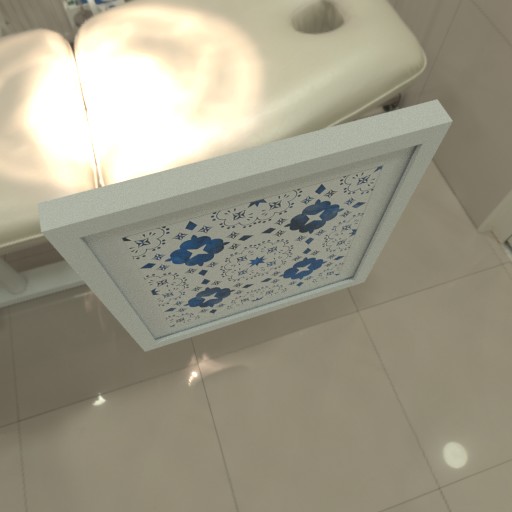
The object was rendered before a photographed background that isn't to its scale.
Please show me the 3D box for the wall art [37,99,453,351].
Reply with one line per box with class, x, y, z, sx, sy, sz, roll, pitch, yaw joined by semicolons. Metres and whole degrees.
wall art;0.000;0.000;0.528;0.355;0.355;0.027;-17;64;-8
